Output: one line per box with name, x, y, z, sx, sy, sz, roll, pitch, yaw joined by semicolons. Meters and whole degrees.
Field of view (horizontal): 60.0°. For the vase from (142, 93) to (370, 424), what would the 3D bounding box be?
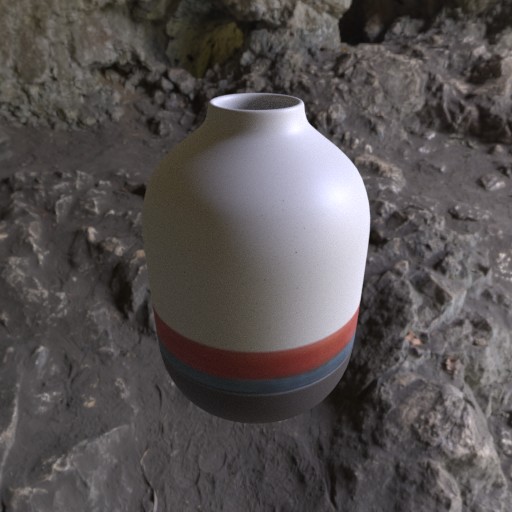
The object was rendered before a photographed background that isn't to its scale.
vase;0.000;0.000;0.353;0.169;0.237;0.169;0;30;0
